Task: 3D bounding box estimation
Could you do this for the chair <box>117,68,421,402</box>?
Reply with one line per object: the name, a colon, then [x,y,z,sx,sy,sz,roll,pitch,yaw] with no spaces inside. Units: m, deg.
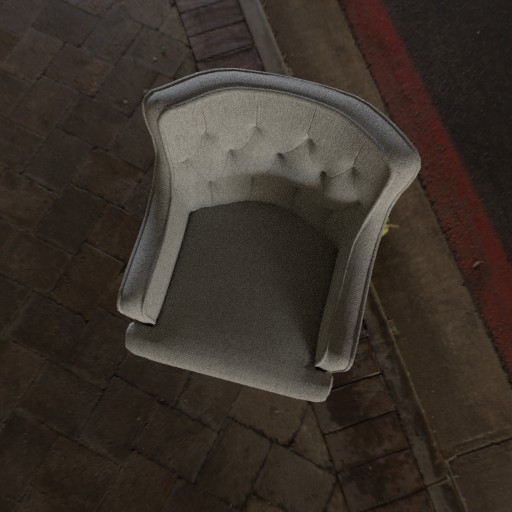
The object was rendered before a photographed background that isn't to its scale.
chair: [0.000,0.000,1.603,0.820,0.920,0.910,14,76,4]
